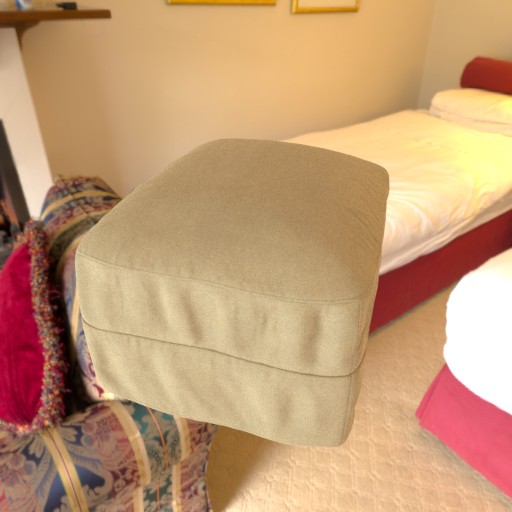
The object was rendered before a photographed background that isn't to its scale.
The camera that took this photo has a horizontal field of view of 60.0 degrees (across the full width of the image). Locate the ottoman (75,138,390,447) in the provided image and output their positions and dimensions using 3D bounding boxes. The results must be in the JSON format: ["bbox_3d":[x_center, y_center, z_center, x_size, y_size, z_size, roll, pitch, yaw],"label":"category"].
[{"bbox_3d":[0.000,0.000,1.090,0.584,0.480,0.712,9,32,14],"label":"ottoman"}]
